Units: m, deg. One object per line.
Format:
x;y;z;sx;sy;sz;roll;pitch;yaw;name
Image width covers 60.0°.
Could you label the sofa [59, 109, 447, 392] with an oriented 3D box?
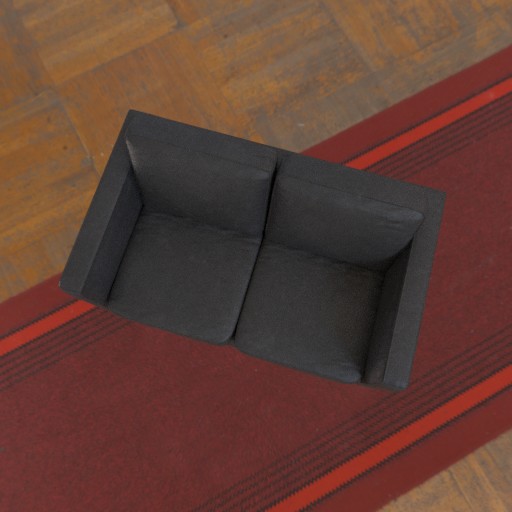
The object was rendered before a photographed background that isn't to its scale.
0.000;0.000;2.041;1.430;0.899;0.879;16;76;4;sofa
